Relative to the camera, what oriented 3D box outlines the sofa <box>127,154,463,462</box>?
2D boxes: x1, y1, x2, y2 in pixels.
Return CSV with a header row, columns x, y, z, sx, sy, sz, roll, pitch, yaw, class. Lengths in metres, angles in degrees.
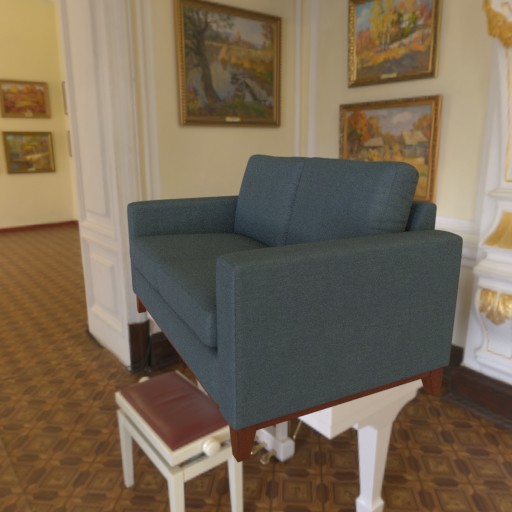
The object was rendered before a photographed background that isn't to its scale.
x,y,z,sx,sy,sz,roll,pitch,yaw,class
0.000,0.000,2.077,0.955,0.903,1.489,-7,16,-26,sofa
